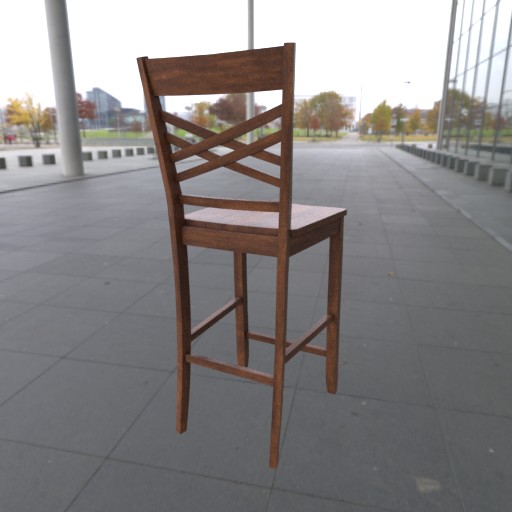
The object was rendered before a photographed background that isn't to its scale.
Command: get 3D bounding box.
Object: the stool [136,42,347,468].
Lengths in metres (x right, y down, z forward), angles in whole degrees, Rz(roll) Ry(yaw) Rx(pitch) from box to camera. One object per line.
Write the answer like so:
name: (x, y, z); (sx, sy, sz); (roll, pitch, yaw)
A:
stool: (0.000, 0.000, 1.361); (0.426, 1.098, 0.504); (8, 17, 26)
